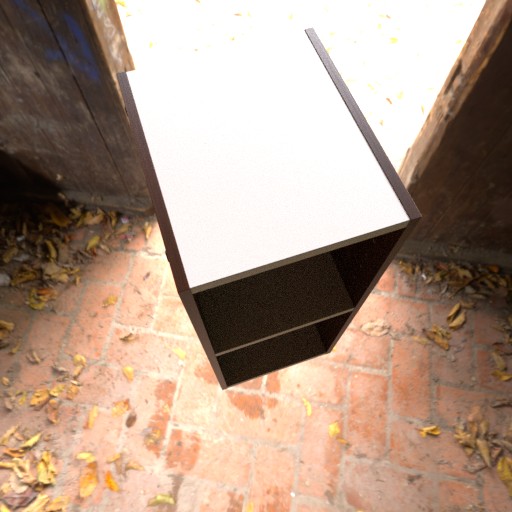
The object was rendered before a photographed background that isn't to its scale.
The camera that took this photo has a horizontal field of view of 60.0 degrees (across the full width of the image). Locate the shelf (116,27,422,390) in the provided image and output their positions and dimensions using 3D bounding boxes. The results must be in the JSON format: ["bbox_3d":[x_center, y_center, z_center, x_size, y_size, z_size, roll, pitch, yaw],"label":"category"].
[{"bbox_3d":[0.000,0.000,0.752,0.253,0.600,0.290,-17,66,-8],"label":"shelf"}]
